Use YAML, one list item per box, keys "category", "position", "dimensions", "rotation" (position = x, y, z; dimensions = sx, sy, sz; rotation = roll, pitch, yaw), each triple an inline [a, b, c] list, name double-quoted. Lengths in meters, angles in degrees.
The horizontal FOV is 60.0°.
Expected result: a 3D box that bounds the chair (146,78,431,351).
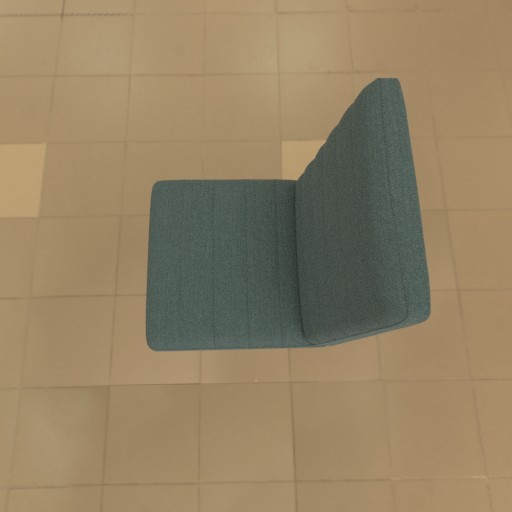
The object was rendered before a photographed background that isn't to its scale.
- category: "chair"
  position: [0.000, 0.000, 1.282]
  dimensions: [0.634, 0.930, 0.520]
  rotation: [-1, 74, 0]
